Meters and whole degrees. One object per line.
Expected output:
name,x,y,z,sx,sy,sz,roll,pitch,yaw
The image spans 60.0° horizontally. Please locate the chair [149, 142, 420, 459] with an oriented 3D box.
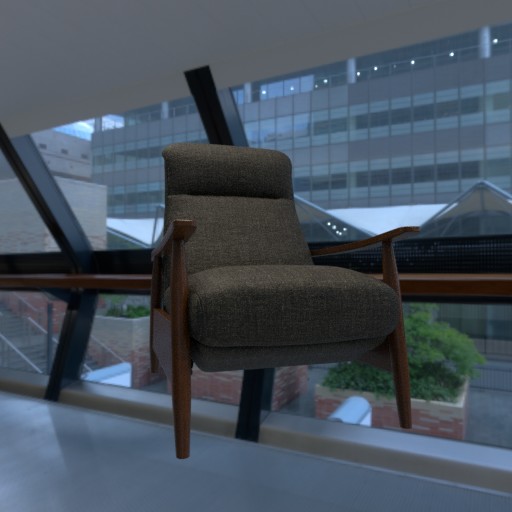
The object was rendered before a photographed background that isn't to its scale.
chair,0.000,0.000,1.737,0.762,1.082,1.014,0,-1,-17
